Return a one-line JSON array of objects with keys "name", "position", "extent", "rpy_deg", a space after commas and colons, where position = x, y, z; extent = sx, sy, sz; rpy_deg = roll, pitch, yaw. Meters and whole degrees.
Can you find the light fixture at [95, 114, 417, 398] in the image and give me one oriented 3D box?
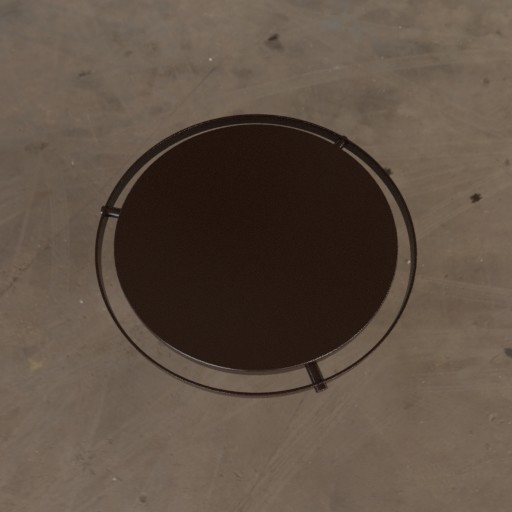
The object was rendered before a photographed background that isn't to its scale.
[{"name": "light fixture", "position": [0.000, 0.000, 0.556], "extent": [0.361, 0.130, 0.361], "rpy_deg": [0, 63, 0]}]
